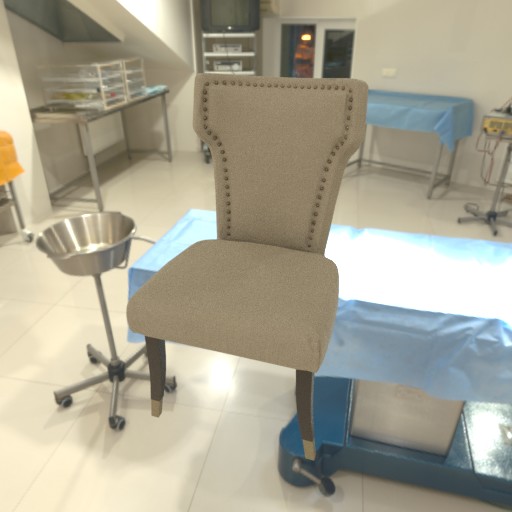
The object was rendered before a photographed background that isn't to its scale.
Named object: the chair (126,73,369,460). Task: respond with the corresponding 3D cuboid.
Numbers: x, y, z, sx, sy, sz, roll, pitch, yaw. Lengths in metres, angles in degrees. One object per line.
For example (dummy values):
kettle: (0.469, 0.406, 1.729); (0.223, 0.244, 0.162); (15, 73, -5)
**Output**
chair: (0.000, 0.000, 1.311); (0.526, 0.955, 0.630); (9, 30, 16)
